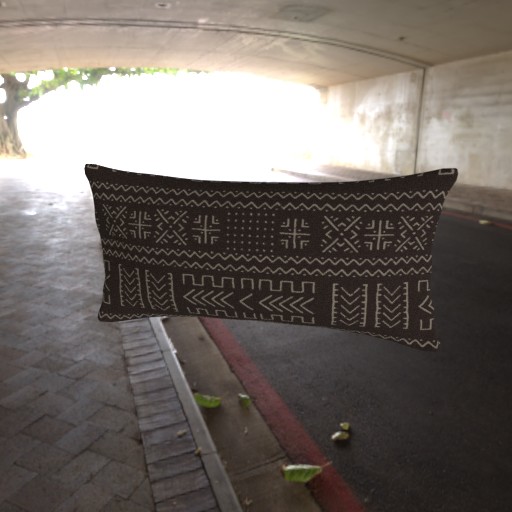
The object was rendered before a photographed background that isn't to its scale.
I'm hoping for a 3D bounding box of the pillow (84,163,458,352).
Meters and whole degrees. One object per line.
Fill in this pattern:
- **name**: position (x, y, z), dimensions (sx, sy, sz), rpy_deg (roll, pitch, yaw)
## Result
- **pillow**: position (0.000, 0.000, 0.801), dimensions (0.667, 0.322, 0.135), rpy_deg (3, 16, 11)
